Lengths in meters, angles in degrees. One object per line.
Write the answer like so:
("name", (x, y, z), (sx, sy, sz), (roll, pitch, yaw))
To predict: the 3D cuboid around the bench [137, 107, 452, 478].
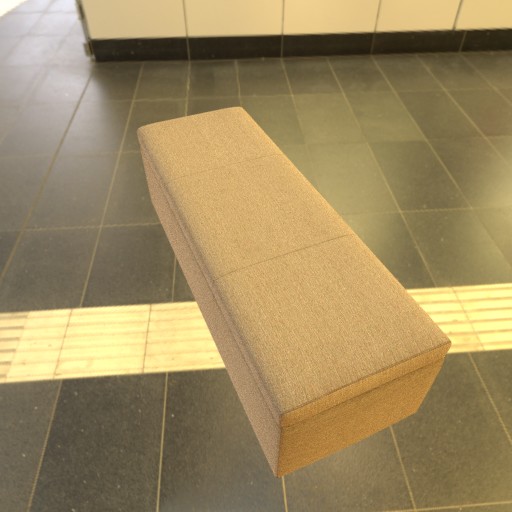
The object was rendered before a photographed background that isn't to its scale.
("bench", (0.000, 0.000, 1.479), (0.446, 0.438, 1.269), (-17, 48, -17))
